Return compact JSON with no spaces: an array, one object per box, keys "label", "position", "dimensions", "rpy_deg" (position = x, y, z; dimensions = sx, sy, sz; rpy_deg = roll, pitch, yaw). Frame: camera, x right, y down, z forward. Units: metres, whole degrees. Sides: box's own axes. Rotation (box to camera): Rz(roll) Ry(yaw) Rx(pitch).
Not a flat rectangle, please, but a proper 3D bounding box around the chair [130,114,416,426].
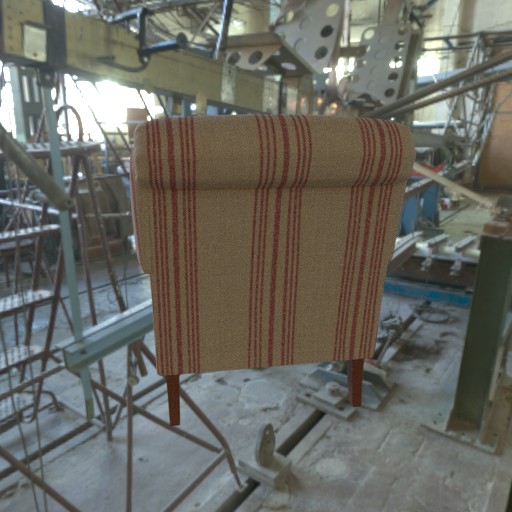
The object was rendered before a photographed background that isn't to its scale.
[{"label":"chair","position":[0.000,0.000,1.907],"dimensions":[0.933,1.123,1.058],"rpy_deg":[-3,15,-9]}]
